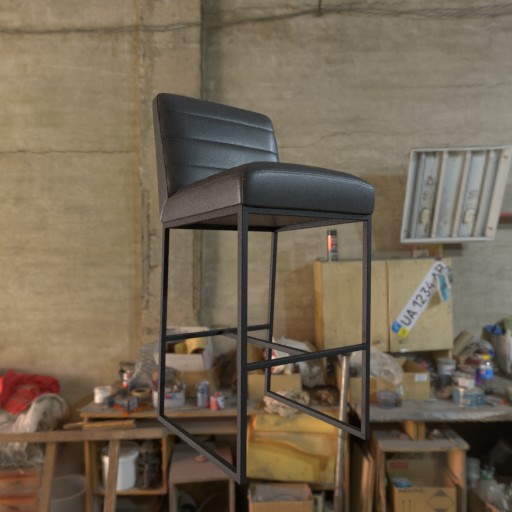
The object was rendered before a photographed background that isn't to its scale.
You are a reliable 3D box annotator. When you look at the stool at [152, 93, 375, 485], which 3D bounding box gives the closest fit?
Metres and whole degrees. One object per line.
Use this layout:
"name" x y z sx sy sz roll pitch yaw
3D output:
"stool" 0.000 0.000 1.337 0.457 1.040 0.552 0 1 -35
